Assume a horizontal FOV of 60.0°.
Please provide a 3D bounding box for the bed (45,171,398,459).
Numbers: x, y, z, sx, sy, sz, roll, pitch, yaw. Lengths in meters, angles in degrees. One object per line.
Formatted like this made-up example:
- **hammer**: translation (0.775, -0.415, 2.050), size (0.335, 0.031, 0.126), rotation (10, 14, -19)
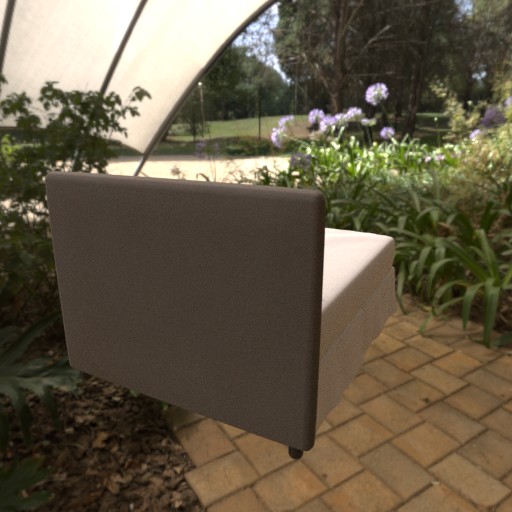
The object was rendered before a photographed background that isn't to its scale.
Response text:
- **bed**: translation (0.000, 0.000, 3.200), size (1.723, 1.330, 2.142), rotation (9, 19, 27)
